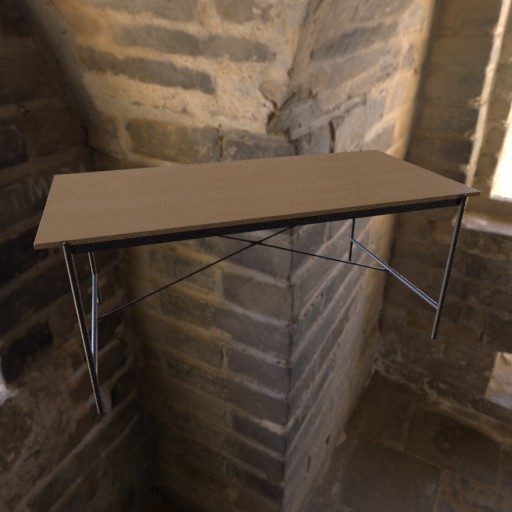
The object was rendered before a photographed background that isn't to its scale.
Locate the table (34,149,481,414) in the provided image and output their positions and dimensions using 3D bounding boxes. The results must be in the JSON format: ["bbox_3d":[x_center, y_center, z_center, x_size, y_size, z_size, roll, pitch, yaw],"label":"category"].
[{"bbox_3d":[0.000,0.000,2.226,1.800,0.758,0.900,-8,27,-16],"label":"table"}]
